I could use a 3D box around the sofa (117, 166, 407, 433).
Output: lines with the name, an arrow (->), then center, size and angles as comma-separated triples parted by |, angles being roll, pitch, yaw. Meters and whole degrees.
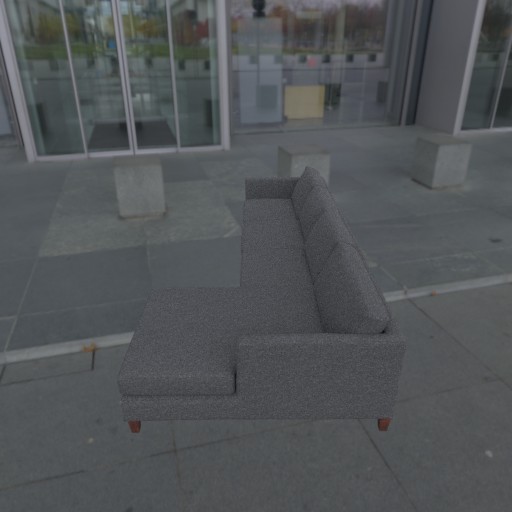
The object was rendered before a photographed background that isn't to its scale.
sofa -> 0.000, 0.000, 3.906 | 1.625, 0.846, 3.186 | 0, 26, 0
